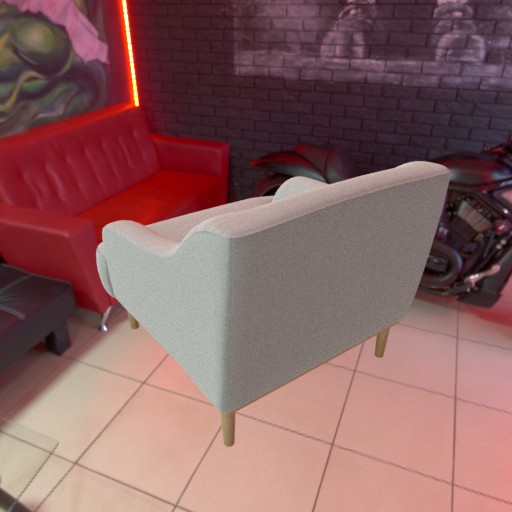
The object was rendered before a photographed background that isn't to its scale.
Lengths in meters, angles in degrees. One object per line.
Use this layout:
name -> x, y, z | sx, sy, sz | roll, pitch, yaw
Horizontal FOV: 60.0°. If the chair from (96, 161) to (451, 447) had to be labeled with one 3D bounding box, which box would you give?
chair -> 0.000, 0.000, 1.651 | 0.946, 0.818, 0.951 | -19, 34, -30
